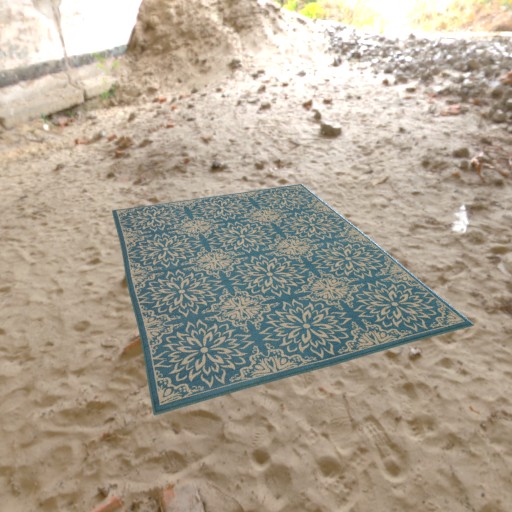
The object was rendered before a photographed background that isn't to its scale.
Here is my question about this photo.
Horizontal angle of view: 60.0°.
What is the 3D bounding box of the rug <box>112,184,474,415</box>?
[{"bbox_3d":[0.000,0.000,4.112,2.350,0.018,2.964,-11,33,-17],"label":"rug"}]
